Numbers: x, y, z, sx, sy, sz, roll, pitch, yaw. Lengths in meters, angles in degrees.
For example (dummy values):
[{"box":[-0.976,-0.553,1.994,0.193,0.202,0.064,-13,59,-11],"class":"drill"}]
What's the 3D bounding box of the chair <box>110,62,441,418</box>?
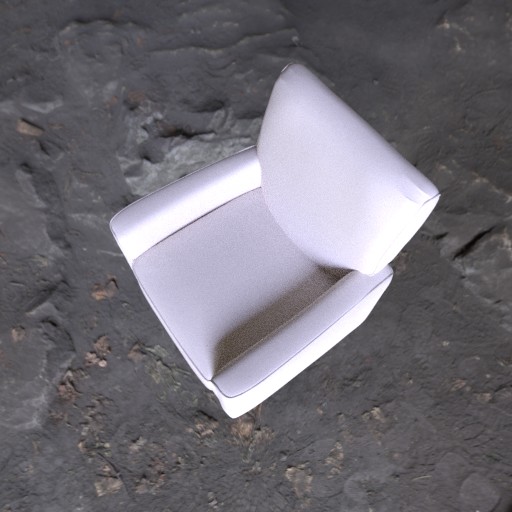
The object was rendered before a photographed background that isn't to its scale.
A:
[{"box":[0.000,0.000,1.705,0.858,1.028,0.841,-33,68,-15],"class":"chair"}]
